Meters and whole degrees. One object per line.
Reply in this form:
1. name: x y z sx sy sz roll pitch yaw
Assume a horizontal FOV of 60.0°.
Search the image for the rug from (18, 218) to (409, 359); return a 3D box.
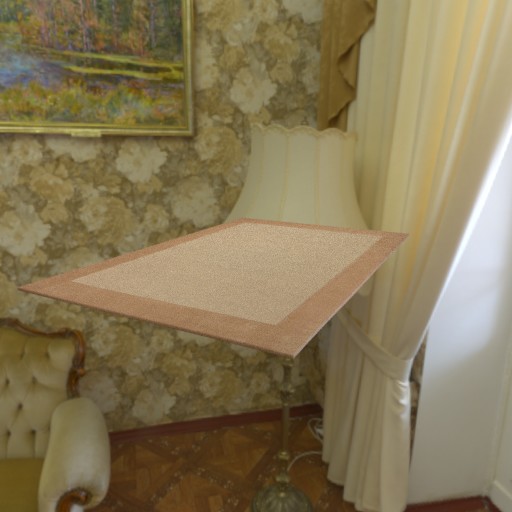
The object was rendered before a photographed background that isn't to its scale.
1. rug: 0.000 0.000 2.294 1.219 0.014 1.829 8 17 27
